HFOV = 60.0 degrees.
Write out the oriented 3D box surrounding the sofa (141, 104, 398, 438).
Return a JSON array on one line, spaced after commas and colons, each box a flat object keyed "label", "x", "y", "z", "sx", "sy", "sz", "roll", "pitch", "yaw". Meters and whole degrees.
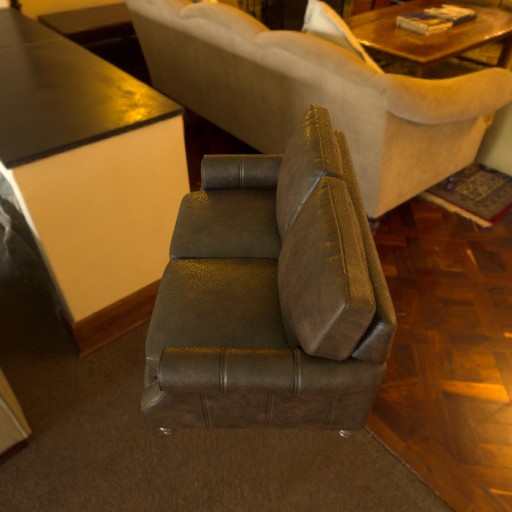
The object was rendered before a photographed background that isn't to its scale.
[{"label": "sofa", "x": 0.000, "y": 0.000, "z": 2.219, "sx": 0.990, "sy": 0.976, "sz": 1.616, "roll": 1, "pitch": 42, "yaw": 1}]
